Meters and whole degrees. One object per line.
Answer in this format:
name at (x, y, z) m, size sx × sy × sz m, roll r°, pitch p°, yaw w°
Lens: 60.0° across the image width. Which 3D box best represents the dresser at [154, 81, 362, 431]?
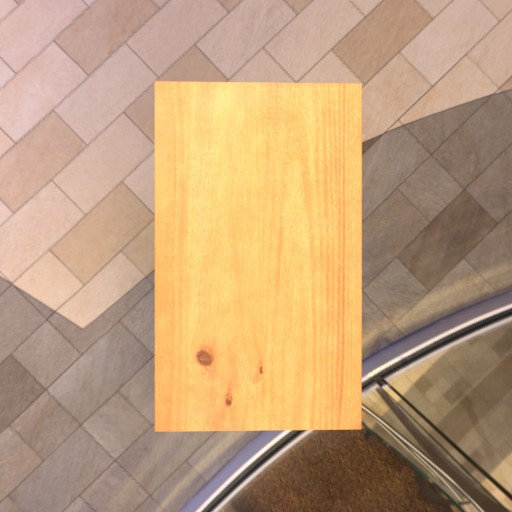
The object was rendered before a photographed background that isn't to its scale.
dresser at (0.000, 0.000, 1.580) m, size 0.479 × 1.240 × 0.761 m, roll 0°, pitch 90°, yaw -2°
